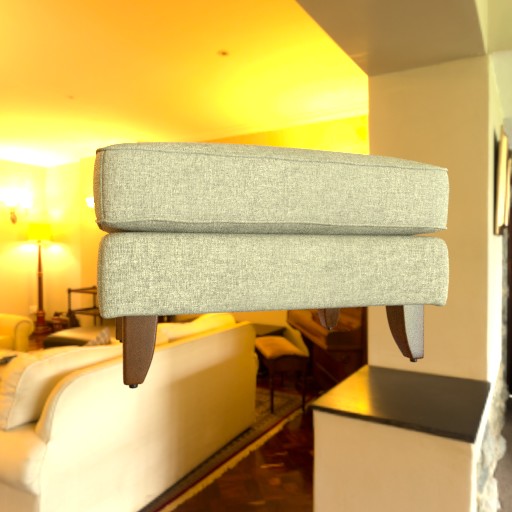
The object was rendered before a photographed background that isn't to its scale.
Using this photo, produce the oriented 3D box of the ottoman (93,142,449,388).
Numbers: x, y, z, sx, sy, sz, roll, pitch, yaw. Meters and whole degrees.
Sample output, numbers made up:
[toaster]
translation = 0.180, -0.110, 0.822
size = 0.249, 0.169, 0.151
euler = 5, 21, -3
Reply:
[ottoman]
translation = 0.000, 0.000, 1.304
size = 0.889, 0.561, 0.661
euler = 0, 1, -18
